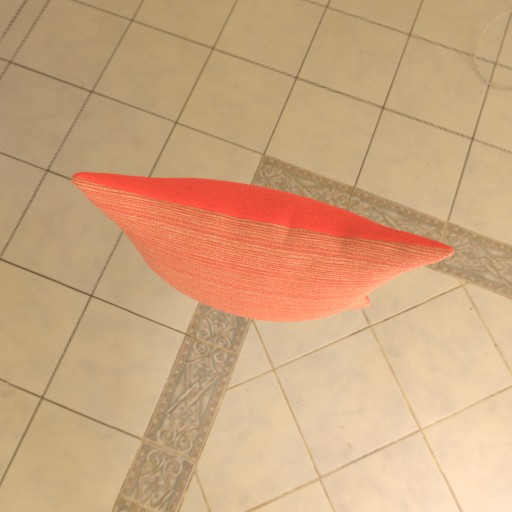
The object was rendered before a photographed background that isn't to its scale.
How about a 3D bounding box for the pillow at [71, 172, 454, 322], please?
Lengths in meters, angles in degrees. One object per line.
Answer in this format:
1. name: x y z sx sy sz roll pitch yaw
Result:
1. pillow: 0.000 0.000 0.840 0.559 0.501 0.229 12 76 3
